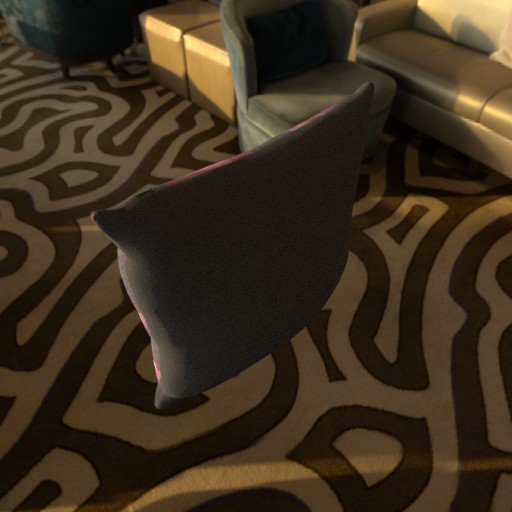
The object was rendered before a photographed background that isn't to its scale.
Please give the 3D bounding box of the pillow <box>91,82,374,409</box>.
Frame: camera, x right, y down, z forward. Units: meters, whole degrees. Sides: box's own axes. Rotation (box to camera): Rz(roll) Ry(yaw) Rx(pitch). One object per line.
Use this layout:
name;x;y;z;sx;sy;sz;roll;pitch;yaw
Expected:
pillow;0.000;0.000;0.782;0.503;0.496;0.208;-31;53;-27
